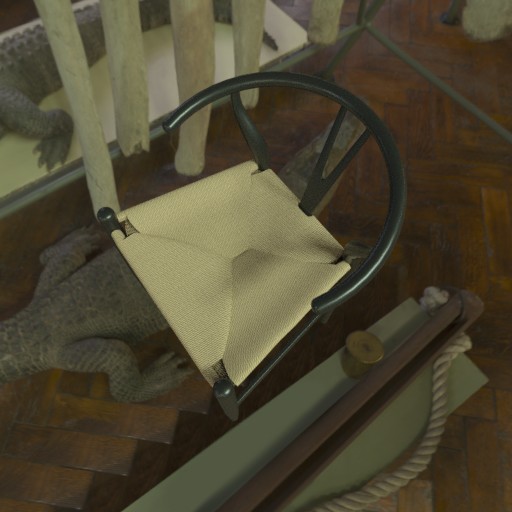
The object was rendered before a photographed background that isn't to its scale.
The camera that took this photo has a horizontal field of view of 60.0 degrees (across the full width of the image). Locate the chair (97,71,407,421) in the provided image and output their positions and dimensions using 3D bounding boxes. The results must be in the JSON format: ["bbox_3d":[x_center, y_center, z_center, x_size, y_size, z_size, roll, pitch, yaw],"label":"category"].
[{"bbox_3d":[0.000,0.000,1.160,0.570,0.739,0.570,-33,68,-15],"label":"chair"}]
